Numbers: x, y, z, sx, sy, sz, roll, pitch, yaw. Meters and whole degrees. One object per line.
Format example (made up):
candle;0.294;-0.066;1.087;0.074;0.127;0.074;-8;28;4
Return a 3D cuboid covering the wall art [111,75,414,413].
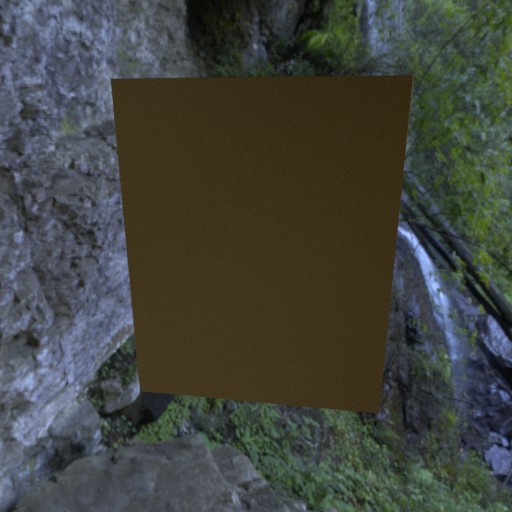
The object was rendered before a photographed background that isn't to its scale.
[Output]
wall art;0.000;0.000;1.018;0.610;0.762;0.038;3;18;8
